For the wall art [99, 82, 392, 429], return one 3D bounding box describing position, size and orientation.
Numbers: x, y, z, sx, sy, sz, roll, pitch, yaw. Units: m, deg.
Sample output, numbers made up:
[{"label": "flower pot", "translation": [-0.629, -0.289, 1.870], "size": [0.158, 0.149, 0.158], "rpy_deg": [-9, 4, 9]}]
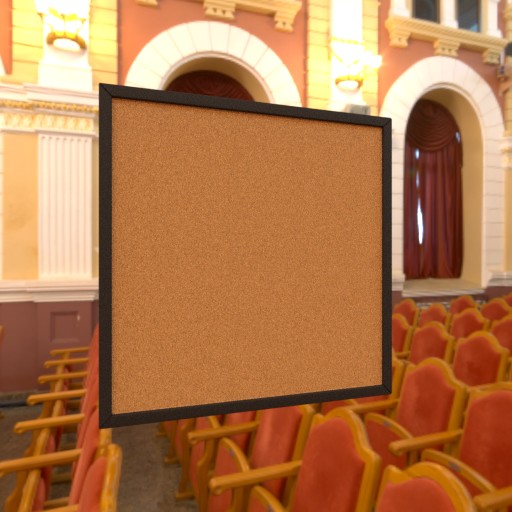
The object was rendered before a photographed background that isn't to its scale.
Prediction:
[{"label": "wall art", "translation": [0.000, 0.000, 0.456], "size": [0.305, 0.305, 0.037], "rpy_deg": [0, 0, -19]}]
